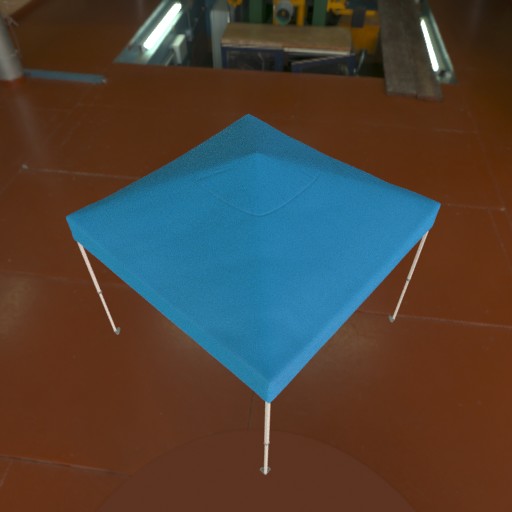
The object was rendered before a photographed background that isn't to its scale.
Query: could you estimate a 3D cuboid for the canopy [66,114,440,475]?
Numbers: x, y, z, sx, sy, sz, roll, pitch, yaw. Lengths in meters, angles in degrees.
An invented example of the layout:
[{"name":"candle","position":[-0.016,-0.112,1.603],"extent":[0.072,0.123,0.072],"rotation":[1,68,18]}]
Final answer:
[{"name":"canopy","position":[0.000,0.000,5.489],"extent":[2.996,2.997,2.998],"rotation":[33,55,27]}]
